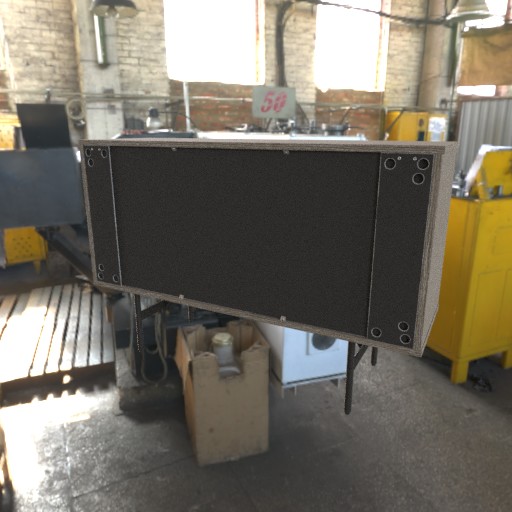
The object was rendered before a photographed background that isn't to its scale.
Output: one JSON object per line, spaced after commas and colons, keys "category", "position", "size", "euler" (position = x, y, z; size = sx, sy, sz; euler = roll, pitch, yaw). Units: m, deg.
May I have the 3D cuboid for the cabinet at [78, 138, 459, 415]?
{"category": "cabinet", "position": [0.000, 0.000, 1.560], "size": [1.194, 0.787, 0.405], "euler": [8, 18, 27]}
